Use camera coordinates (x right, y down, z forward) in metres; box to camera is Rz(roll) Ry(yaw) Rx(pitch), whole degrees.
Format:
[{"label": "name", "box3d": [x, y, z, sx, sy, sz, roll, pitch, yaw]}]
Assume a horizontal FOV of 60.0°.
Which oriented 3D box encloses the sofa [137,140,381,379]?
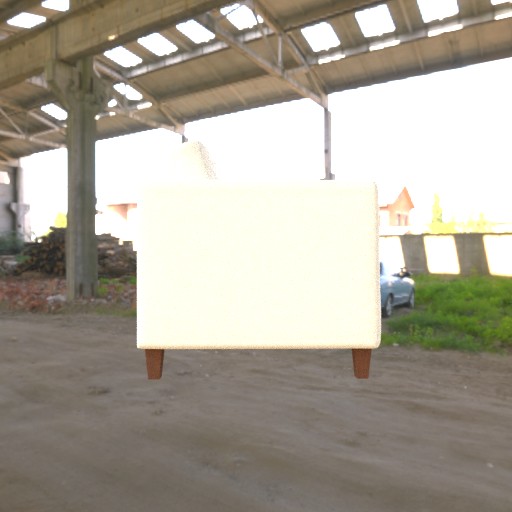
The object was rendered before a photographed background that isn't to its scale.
[{"label": "sofa", "box3d": [0.000, 0.000, 2.654, 0.924, 0.933, 2.139, 0, 0, -1]}]
